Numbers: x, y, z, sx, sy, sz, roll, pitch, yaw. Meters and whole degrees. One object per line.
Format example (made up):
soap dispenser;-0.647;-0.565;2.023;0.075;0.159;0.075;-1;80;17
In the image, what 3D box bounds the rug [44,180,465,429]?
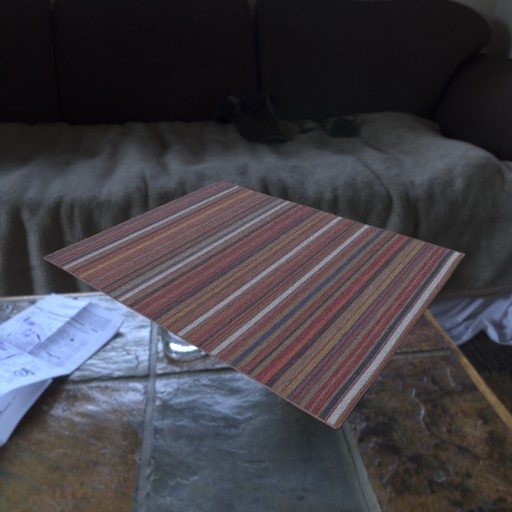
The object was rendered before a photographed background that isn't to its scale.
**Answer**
rug;0.000;0.000;4.138;3.092;0.023;2.479;22;37;32
